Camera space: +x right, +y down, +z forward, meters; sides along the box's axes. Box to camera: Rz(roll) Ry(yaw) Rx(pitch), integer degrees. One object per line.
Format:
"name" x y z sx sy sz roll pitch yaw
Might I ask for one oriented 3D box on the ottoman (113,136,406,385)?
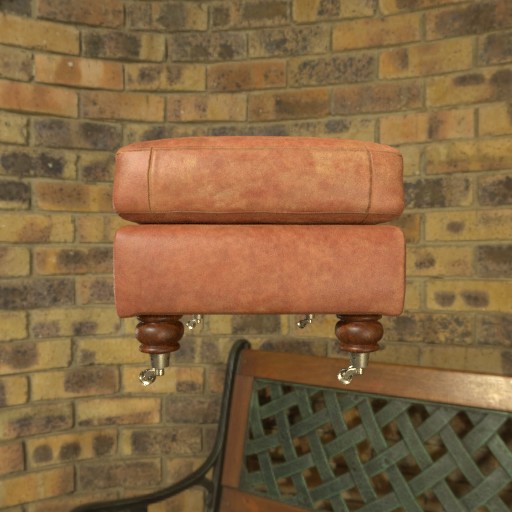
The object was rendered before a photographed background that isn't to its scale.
"ottoman" 0.000 0.000 1.210 0.565 0.507 0.852 0 0 -1
